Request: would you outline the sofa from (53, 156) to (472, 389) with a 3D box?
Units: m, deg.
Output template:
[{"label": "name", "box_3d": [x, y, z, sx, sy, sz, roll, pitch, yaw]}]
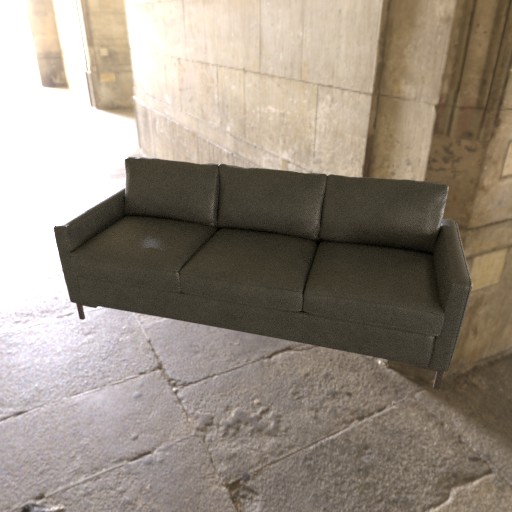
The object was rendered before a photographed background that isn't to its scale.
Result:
[{"label": "sofa", "box_3d": [0.000, 0.000, 2.372, 2.029, 0.805, 0.748, 8, 29, 15]}]
